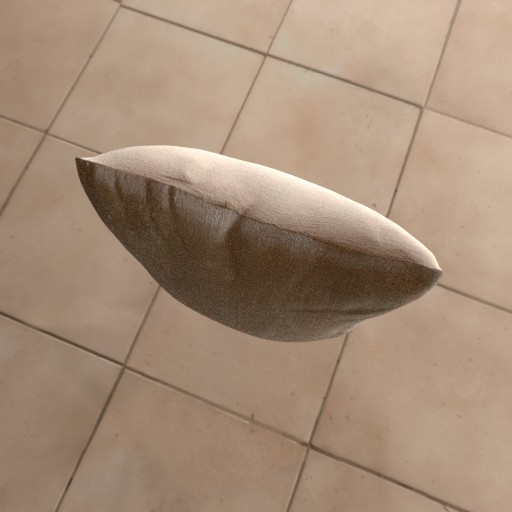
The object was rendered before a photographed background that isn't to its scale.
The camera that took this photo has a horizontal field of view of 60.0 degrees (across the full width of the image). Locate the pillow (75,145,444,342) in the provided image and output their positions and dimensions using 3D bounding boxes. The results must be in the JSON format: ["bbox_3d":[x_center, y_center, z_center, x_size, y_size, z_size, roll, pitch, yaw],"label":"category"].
[{"bbox_3d":[0.000,0.000,0.715,0.450,0.448,0.245,20,76,5],"label":"pillow"}]
